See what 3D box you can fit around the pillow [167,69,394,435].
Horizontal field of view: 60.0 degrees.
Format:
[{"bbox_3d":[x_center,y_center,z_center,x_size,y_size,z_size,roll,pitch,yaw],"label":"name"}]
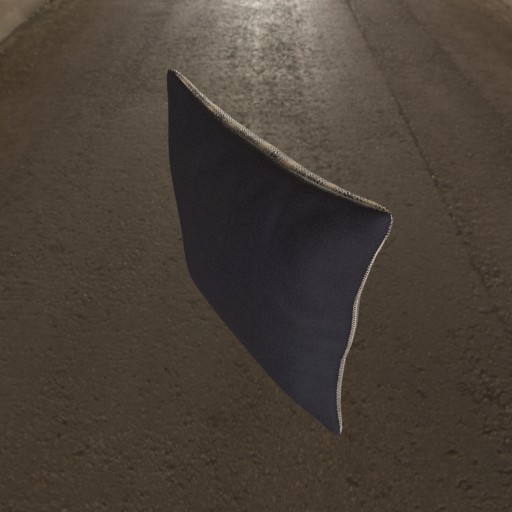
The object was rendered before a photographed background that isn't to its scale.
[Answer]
[{"bbox_3d":[0.000,0.000,0.793,0.166,0.508,0.520,-25,48,-25],"label":"pillow"}]
